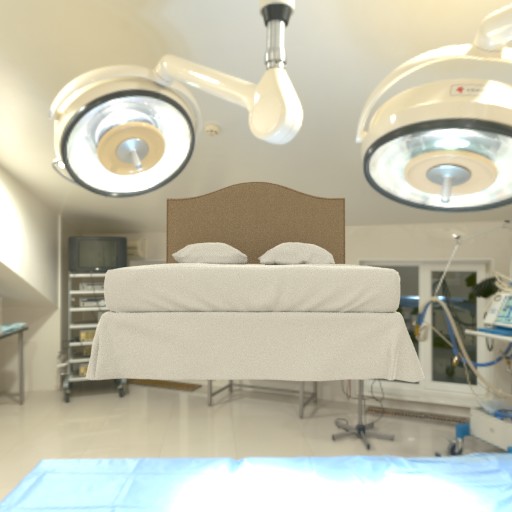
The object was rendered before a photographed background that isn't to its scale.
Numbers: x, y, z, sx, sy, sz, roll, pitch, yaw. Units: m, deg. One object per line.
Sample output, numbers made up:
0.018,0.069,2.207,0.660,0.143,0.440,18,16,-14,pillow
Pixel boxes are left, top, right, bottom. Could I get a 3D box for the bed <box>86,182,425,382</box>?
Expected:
0.000,0.000,3.905,2.311,1.651,2.222,0,0,1,bed
